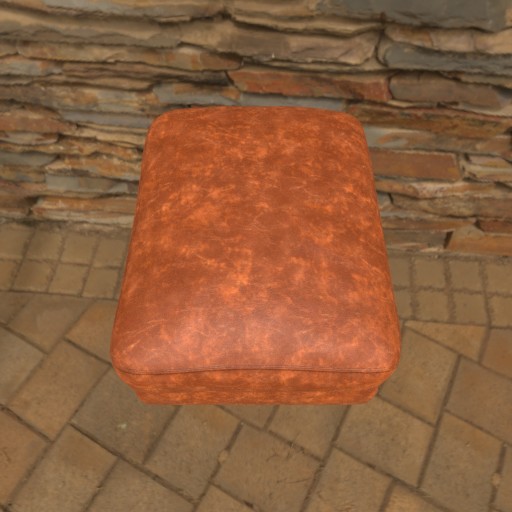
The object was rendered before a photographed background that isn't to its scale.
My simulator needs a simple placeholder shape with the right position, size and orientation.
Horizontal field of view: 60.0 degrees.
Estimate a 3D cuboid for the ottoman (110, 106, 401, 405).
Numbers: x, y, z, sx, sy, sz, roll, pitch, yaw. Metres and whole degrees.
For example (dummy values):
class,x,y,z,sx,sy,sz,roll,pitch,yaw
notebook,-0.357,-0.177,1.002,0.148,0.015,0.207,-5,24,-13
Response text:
class,x,y,z,sx,sy,sz,roll,pitch,yaw
ottoman,0.000,0.000,1.290,0.657,0.562,0.832,0,59,0
